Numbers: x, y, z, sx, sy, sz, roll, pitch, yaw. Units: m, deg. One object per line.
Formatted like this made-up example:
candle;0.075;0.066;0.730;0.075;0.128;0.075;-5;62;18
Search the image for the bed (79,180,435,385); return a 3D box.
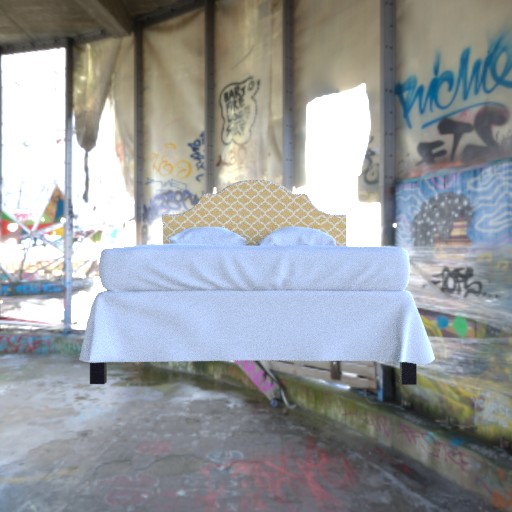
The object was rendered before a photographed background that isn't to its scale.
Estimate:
bed;0.000;0.000;3.766;2.314;1.601;2.222;0;0;0
